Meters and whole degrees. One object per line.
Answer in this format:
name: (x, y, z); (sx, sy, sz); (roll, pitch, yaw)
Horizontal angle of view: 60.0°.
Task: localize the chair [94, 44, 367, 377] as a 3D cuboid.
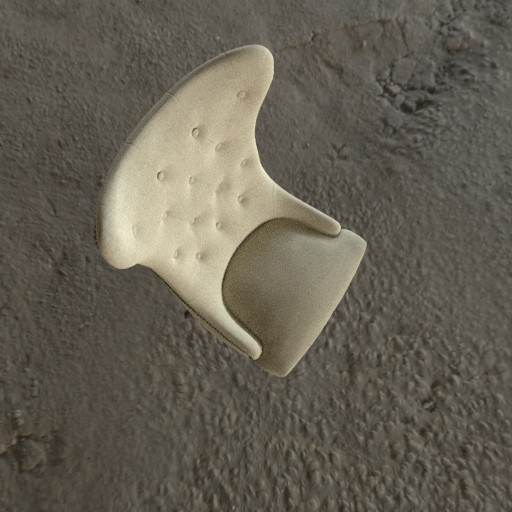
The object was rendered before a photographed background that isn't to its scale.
chair: (0.000, 0.000, 1.379); (0.590, 1.065, 0.584); (32, 76, 9)
